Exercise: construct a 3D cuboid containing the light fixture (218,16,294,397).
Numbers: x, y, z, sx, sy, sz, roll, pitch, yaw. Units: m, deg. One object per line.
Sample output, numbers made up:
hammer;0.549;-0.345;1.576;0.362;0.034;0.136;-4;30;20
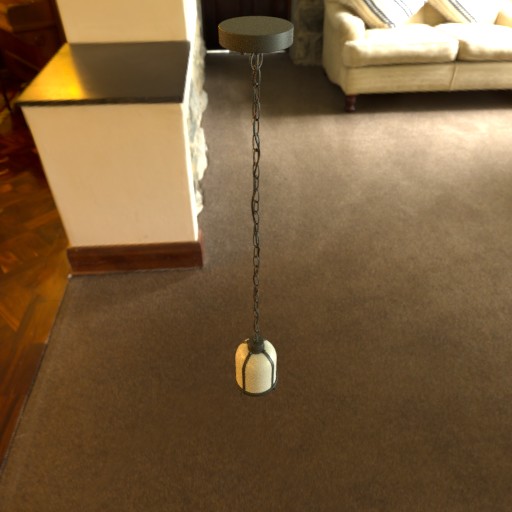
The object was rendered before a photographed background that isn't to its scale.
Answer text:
light fixture;0.000;0.000;1.244;0.178;1.181;0.178;25;47;26
